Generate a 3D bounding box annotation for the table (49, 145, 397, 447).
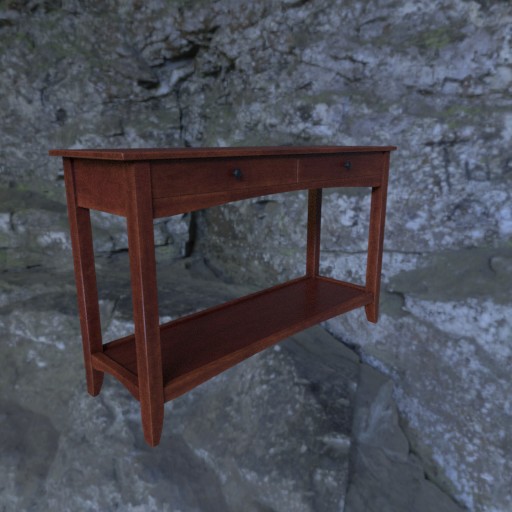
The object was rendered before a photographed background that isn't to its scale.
[{"bbox_3d":[0.000,0.000,1.556,0.392,0.739,1.188,14,20,43],"label":"table"}]
